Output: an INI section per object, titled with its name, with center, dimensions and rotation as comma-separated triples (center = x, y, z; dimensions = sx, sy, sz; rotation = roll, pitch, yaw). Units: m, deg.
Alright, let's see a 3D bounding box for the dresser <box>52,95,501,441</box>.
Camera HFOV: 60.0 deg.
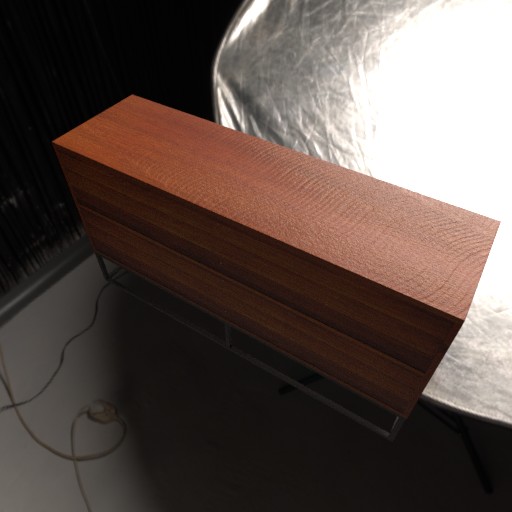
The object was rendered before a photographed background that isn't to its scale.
[dresser]
center = 0.000, 0.000, 1.826
dimensions = 1.536, 0.810, 0.464
rotation = 25, 52, 21
